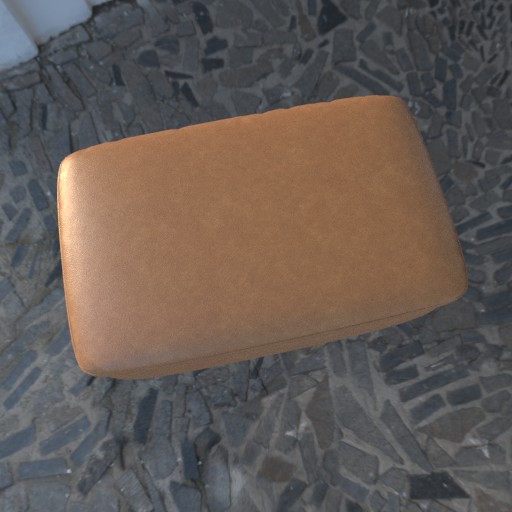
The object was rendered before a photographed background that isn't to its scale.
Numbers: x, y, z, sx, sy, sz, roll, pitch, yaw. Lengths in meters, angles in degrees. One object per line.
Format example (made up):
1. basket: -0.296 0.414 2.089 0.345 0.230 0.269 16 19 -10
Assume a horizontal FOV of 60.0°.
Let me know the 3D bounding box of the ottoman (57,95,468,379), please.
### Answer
1. ottoman: 0.000 0.000 0.956 0.670 0.480 0.420 -11 74 -3
